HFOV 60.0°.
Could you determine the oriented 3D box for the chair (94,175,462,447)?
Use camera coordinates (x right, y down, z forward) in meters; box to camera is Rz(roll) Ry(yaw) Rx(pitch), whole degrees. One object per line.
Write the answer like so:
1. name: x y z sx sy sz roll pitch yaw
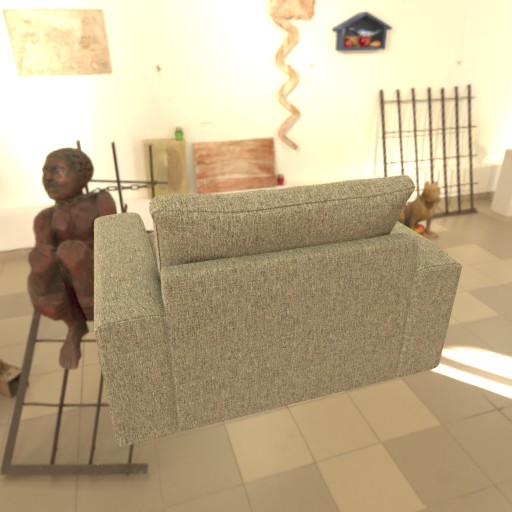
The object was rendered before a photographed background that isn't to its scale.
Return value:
1. chair: 0.000 0.000 2.049 1.398 0.915 1.039 -8 28 -16
